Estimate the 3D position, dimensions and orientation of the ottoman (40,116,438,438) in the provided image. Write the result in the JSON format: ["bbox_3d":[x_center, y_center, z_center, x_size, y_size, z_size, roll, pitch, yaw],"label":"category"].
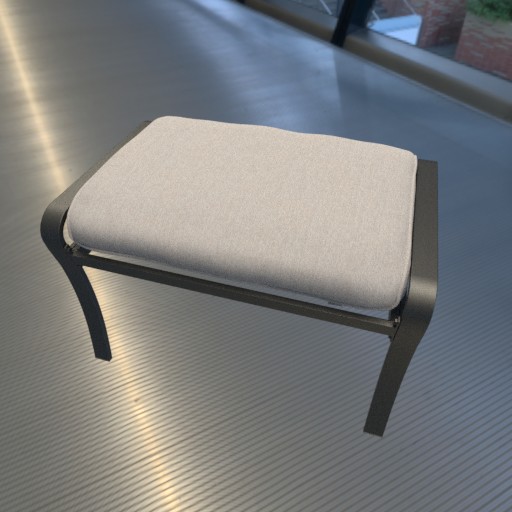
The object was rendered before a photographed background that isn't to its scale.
[{"bbox_3d":[0.000,0.000,0.889,0.610,0.422,0.406,11,43,13],"label":"ottoman"}]
